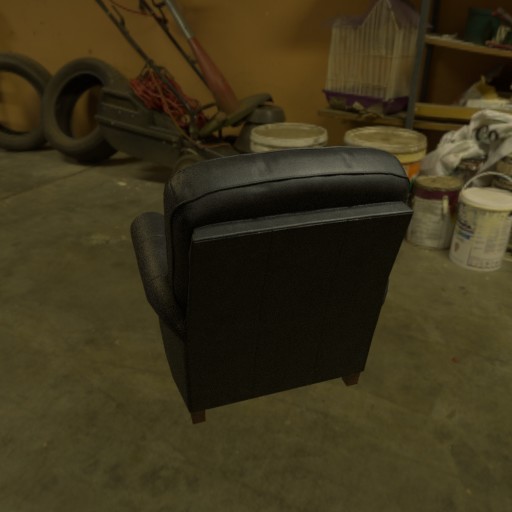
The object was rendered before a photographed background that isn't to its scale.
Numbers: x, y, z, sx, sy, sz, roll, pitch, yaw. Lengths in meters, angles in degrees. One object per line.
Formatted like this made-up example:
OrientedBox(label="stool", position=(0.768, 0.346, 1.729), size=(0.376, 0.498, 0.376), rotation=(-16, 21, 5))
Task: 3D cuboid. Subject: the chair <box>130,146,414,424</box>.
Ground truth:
OrientedBox(label="chair", position=(0.000, 0.000, 1.787), size=(0.936, 1.018, 0.986), rotation=(-8, 29, -16))
